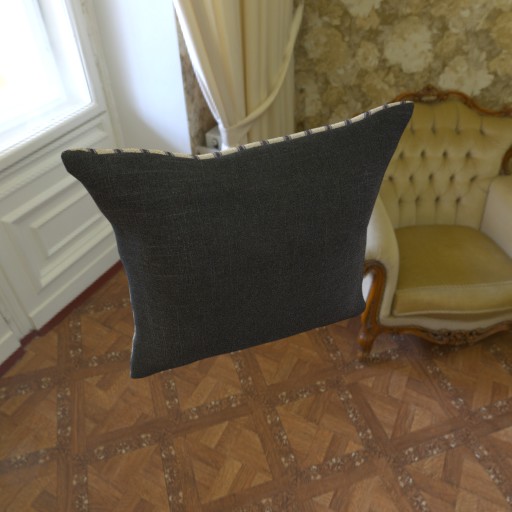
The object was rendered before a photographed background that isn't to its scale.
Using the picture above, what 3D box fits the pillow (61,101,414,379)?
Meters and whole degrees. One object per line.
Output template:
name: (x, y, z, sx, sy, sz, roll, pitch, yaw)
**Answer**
pillow: (0.000, 0.000, 0.696, 0.468, 0.444, 0.138, -13, 43, -14)
